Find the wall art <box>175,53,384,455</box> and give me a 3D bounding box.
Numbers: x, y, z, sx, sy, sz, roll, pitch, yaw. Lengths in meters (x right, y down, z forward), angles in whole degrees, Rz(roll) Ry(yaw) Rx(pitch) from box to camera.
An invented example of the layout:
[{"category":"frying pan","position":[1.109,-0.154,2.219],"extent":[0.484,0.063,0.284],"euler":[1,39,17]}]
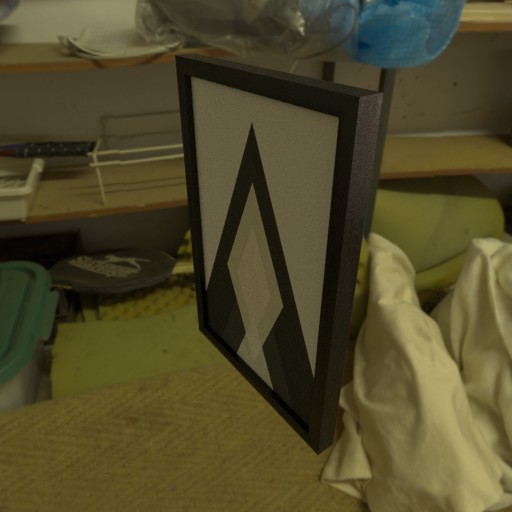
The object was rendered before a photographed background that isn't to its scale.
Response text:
[{"category":"wall art","position":[0.000,0.000,0.584],"extent":[0.031,0.457,0.313],"euler":[-21,37,-31]}]
